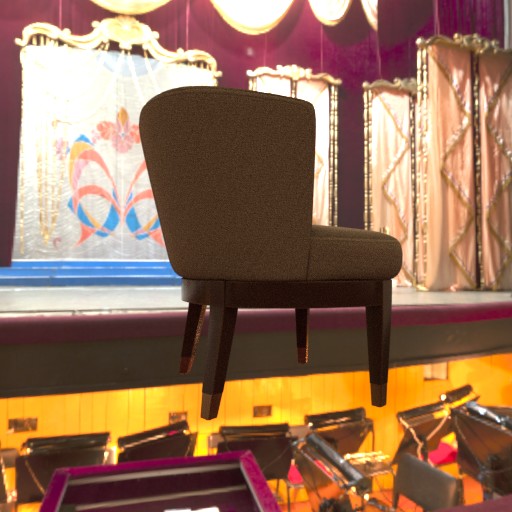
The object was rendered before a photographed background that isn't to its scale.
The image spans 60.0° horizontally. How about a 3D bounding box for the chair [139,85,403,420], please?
[{"bbox_3d":[0.000,0.000,1.286,0.660,0.760,0.700,0,-1,-16],"label":"chair"}]
